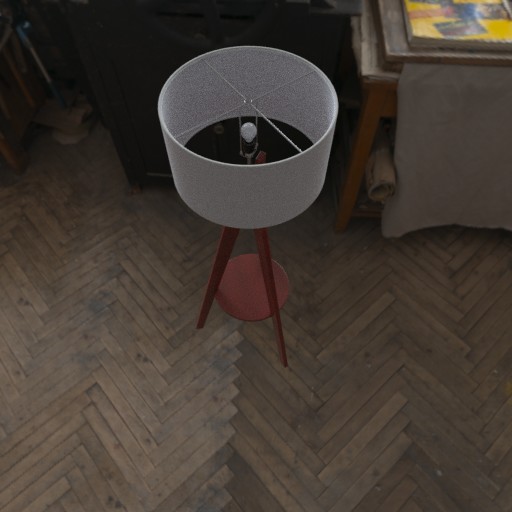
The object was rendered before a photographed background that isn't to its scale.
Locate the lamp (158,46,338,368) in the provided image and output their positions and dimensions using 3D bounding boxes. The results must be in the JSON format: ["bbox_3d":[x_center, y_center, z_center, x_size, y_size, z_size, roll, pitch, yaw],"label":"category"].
[{"bbox_3d":[0.000,0.000,1.778,0.539,1.472,0.542,-31,63,-18],"label":"lamp"}]
